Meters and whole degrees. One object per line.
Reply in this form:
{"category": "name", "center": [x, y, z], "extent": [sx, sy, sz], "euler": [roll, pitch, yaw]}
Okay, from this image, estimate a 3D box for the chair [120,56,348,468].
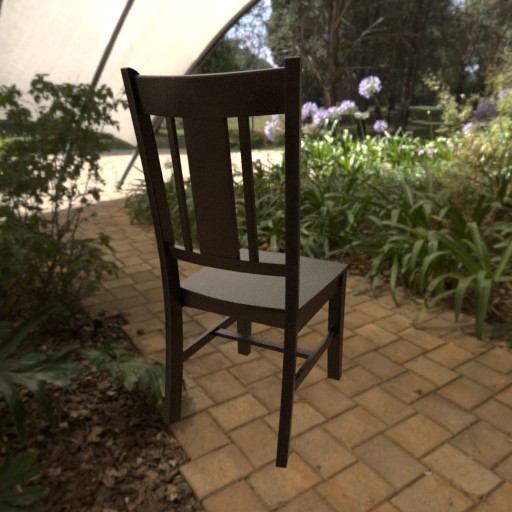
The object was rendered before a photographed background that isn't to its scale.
{"category": "chair", "center": [0.000, 0.000, 1.299], "extent": [0.450, 0.998, 0.555], "euler": [9, 20, 26]}
